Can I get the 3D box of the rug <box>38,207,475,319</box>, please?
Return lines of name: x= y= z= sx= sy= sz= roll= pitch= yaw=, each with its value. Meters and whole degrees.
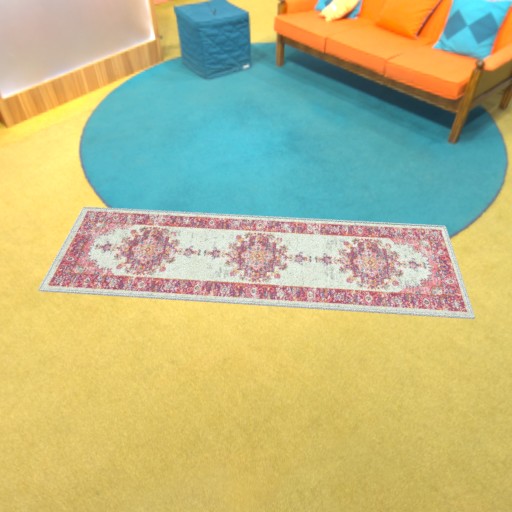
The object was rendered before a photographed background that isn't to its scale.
rug: x=0.000 y=0.000 z=2.032 sx=1.824 sy=0.009 sz=0.562 roll=3 pitch=46 yaw=3
